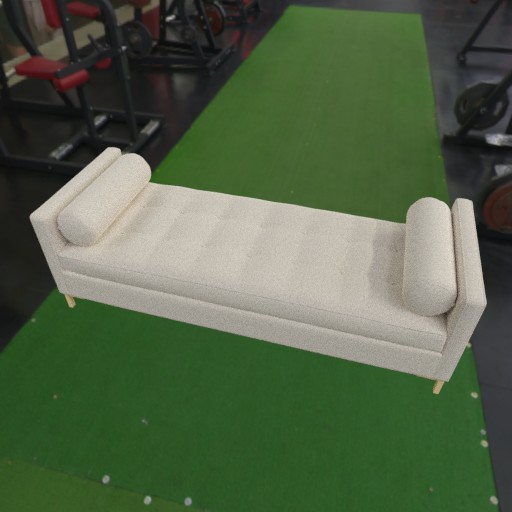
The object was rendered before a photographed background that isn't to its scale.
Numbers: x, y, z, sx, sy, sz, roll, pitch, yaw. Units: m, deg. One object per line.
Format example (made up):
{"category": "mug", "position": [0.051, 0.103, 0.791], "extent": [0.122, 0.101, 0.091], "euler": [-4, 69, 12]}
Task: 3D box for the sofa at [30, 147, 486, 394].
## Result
{"category": "sofa", "position": [0.000, 0.000, 2.285], "extent": [1.985, 0.641, 0.746], "euler": [11, 42, 12]}
